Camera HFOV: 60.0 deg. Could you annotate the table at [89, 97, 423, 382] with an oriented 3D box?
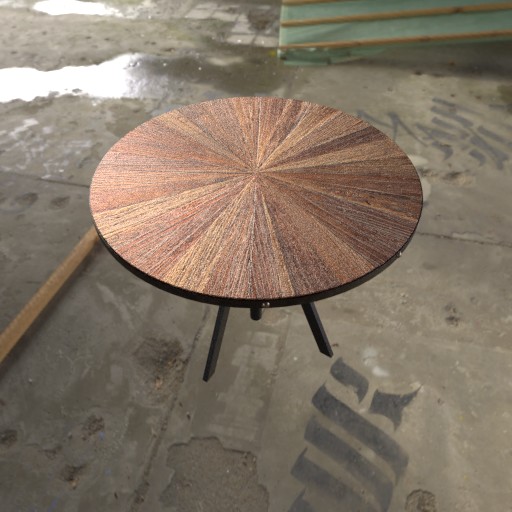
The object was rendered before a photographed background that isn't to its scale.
[{"bbox_3d":[0.000,0.000,1.446,0.885,0.658,0.885,0,46,0],"label":"table"}]
